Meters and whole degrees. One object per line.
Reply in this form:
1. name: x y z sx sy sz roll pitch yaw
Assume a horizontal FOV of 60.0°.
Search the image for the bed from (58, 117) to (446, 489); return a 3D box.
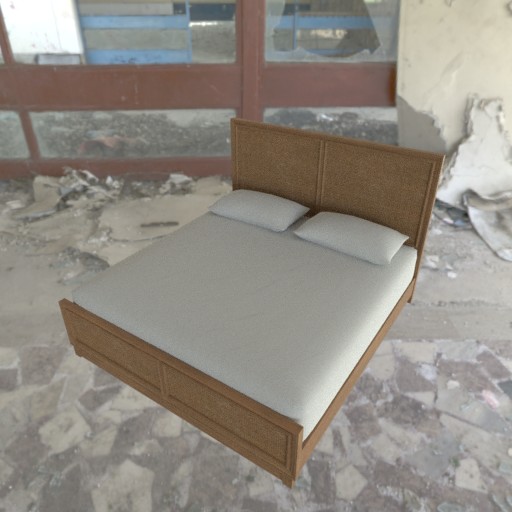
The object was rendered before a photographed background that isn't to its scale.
1. bed: 0.000 0.000 3.433 2.003 1.387 2.184 19 36 29
